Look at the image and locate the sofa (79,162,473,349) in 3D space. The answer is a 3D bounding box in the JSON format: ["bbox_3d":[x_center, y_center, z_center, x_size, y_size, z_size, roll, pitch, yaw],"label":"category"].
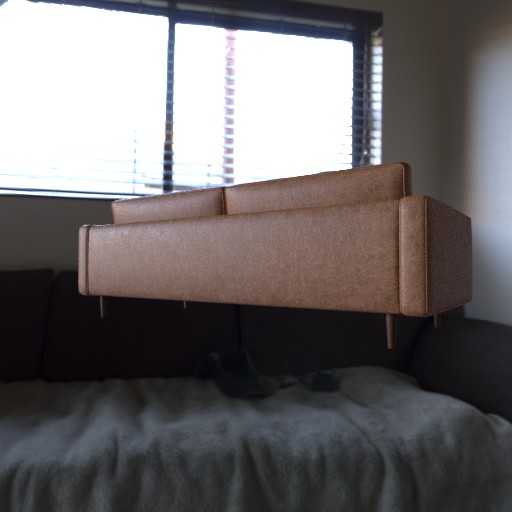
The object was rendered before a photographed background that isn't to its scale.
[{"bbox_3d":[0.000,0.000,2.605,2.200,0.770,0.919,-1,-2,35],"label":"sofa"}]
